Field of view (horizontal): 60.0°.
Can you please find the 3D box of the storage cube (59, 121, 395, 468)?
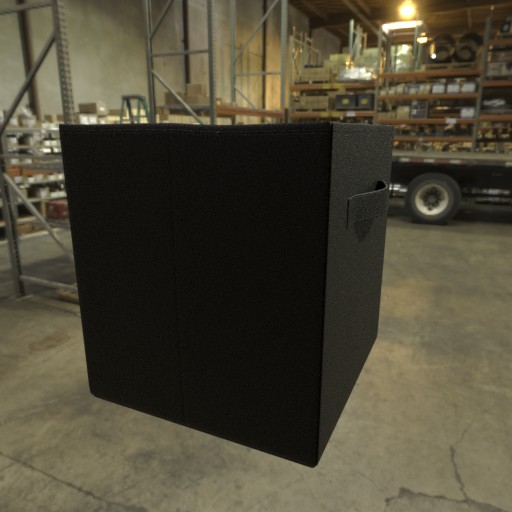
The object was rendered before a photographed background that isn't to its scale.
[{"bbox_3d":[0.000,0.000,0.492,0.270,0.280,0.270,7,17,24],"label":"storage cube"}]
